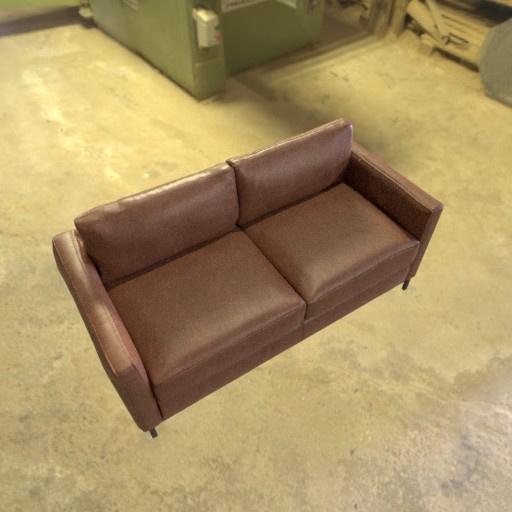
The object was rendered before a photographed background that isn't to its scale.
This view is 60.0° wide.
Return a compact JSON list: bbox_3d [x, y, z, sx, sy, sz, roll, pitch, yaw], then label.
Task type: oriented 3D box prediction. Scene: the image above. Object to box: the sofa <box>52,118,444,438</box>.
[{"bbox_3d":[0.000,0.000,2.337,1.797,0.883,0.899,-26,52,-22],"label":"sofa"}]
